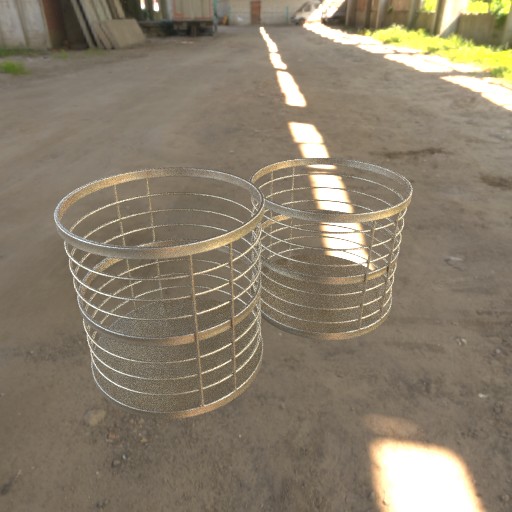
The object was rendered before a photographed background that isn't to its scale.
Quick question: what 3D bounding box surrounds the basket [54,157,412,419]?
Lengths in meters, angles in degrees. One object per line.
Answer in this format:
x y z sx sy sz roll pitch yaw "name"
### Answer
0.000 0.000 0.957 0.746 0.351 0.356 -18 34 -29 "basket"
